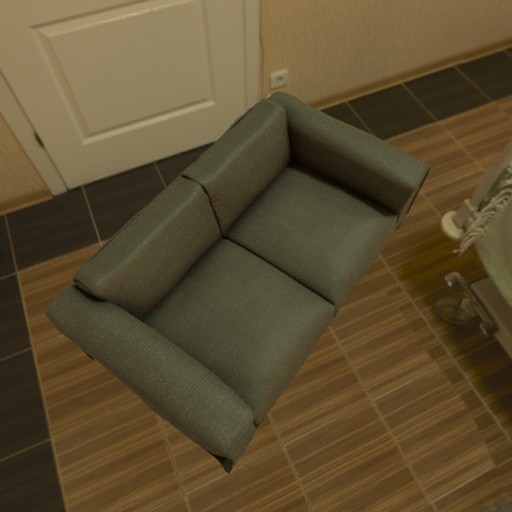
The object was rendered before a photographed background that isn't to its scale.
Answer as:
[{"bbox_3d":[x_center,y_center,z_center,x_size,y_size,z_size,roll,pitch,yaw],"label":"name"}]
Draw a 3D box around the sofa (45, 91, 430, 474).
[{"bbox_3d":[0.000,0.000,2.188,0.960,0.656,1.690,32,65,18],"label":"sofa"}]
